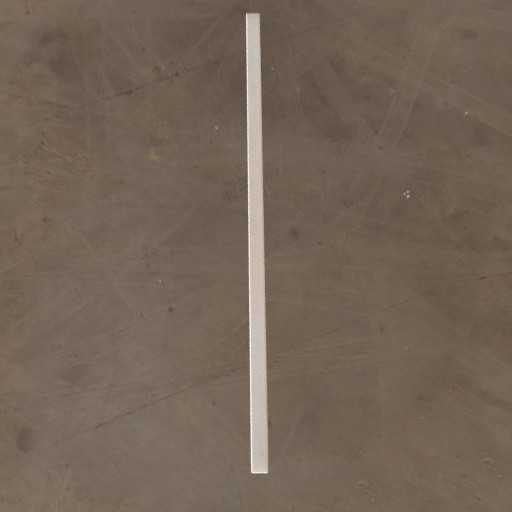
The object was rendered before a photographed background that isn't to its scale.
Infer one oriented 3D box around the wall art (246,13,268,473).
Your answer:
[{"bbox_3d":[0.000,0.000,1.576,0.039,0.915,1.219,-1,76,0],"label":"wall art"}]
